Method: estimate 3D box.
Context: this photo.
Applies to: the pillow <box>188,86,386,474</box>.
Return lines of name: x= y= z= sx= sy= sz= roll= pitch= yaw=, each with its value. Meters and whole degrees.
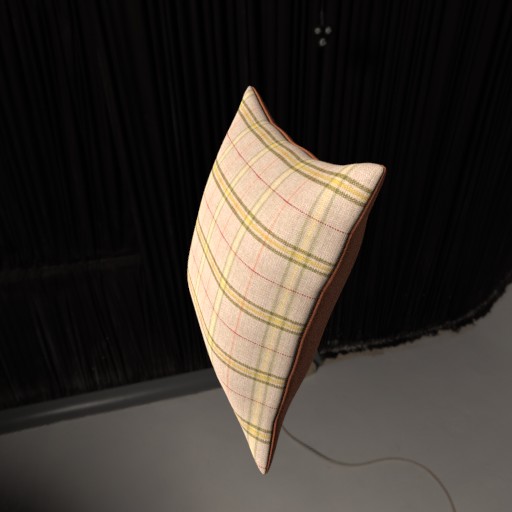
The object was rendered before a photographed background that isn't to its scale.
pillow: x=0.000 y=0.000 z=0.695 sx=0.200 sy=0.430 sz=0.453 roll=-9 pitch=32 yaw=-14
